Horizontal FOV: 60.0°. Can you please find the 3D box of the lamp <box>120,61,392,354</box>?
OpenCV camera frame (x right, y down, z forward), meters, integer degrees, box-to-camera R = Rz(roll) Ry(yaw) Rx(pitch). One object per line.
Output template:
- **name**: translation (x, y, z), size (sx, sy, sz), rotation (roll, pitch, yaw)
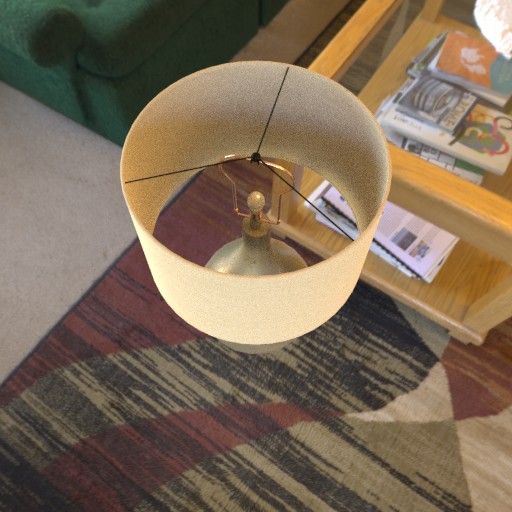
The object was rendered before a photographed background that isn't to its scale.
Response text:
- **lamp**: translation (0.000, 0.000, 0.737), size (0.330, 0.521, 0.330), rotation (0, 64, 0)
